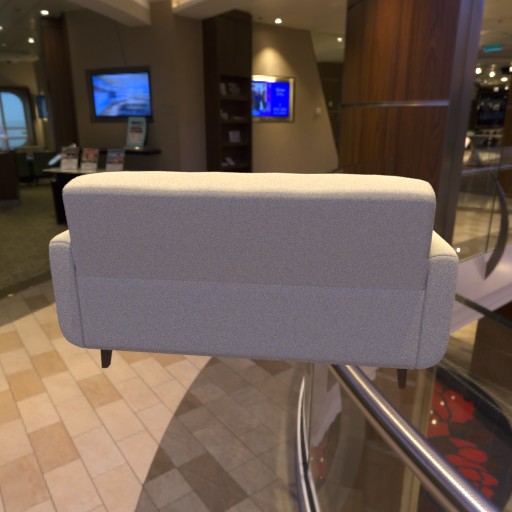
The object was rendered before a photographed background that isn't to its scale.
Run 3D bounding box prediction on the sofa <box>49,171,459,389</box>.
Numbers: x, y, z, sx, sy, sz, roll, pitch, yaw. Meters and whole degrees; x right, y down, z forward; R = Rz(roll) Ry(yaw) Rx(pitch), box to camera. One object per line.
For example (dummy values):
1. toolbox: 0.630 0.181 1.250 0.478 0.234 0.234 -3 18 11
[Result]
1. sofa: 0.000 0.000 2.206 1.655 0.892 0.980 2 17 7
